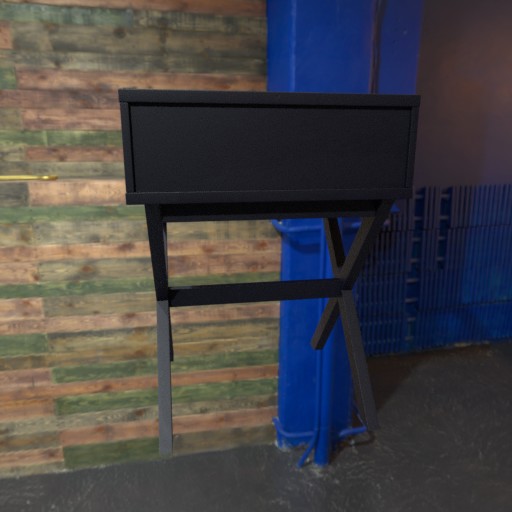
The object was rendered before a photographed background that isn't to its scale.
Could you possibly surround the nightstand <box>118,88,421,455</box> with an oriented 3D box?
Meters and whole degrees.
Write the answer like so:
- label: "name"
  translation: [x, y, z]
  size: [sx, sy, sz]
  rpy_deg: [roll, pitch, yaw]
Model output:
- label: "nightstand"
  translation: [0.000, 0.000, 0.953]
  size: [0.479, 0.623, 0.402]
  rpy_deg: [-2, 14, -10]
